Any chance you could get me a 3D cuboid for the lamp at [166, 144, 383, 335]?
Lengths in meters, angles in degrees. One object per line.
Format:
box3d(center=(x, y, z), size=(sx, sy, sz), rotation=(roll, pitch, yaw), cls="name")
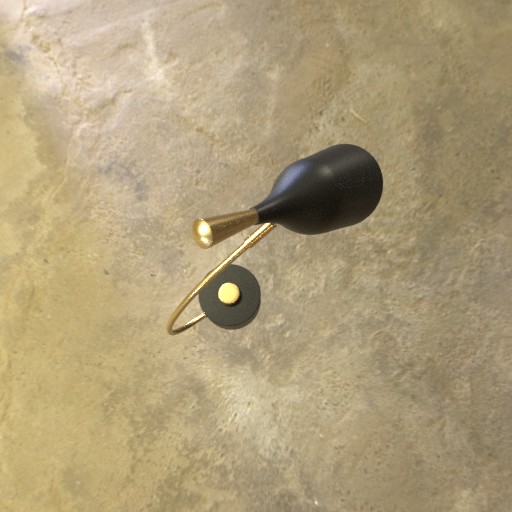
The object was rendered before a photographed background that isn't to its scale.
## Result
box3d(center=(0.000, 0.000, 0.625), size=(0.352, 0.464, 0.110), rotation=(-33, 79, -8), cls="lamp")
